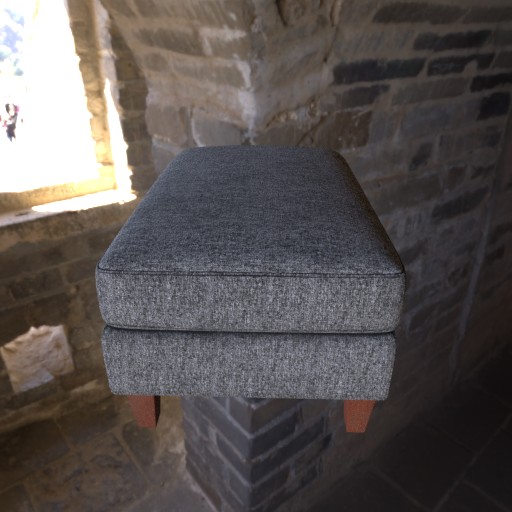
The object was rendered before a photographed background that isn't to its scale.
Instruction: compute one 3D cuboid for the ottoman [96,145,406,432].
[{"bbox_3d":[0.000,0.000,1.228,0.584,0.483,0.864,1,27,1],"label":"ottoman"}]
